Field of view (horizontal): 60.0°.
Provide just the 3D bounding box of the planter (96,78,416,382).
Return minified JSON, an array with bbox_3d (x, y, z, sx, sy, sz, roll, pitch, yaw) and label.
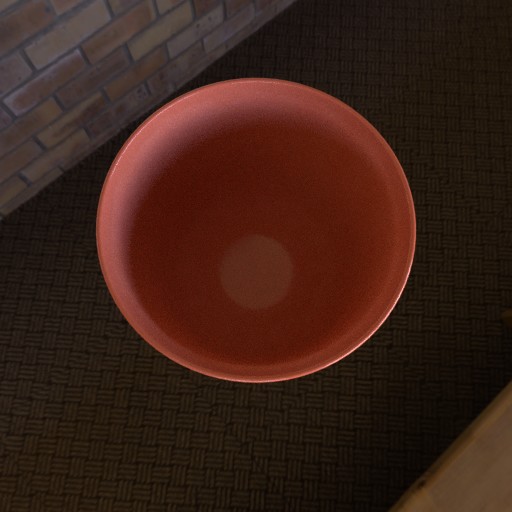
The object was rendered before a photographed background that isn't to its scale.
[{"bbox_3d":[0.000,0.000,0.498,0.266,0.270,0.266,0,76,0],"label":"planter"}]
